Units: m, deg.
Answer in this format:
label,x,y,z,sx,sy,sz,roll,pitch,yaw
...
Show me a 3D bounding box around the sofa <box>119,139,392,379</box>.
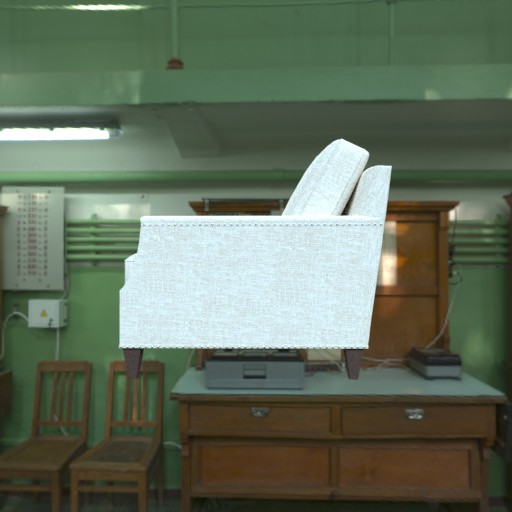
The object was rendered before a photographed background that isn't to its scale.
label,x,y,z,sx,sy,sz,roll,pitch,yaw
sofa,0.000,0.000,2.762,1.041,0.940,2.210,0,0,1
